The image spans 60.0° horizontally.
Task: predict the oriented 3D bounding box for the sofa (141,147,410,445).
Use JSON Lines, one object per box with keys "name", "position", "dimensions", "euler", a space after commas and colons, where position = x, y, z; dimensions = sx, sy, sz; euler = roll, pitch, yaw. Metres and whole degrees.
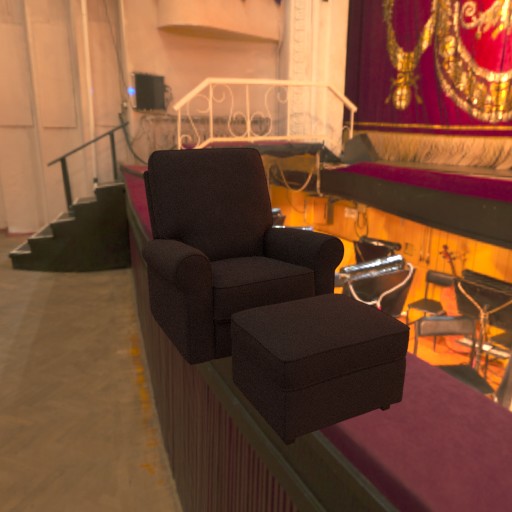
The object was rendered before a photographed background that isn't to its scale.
{"name": "sofa", "position": [0.000, 0.000, 2.091], "dimensions": [0.880, 0.959, 1.478], "euler": [-8, 17, -26]}
